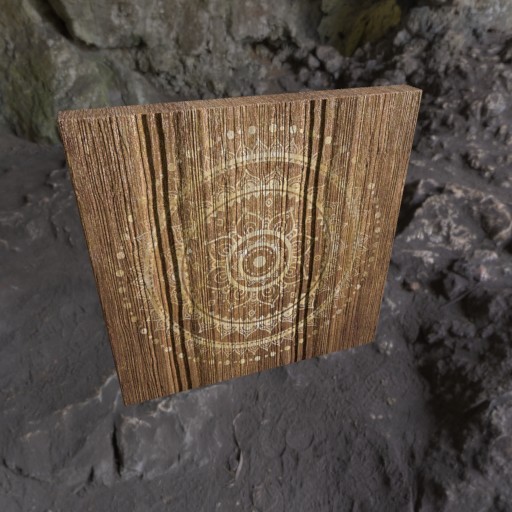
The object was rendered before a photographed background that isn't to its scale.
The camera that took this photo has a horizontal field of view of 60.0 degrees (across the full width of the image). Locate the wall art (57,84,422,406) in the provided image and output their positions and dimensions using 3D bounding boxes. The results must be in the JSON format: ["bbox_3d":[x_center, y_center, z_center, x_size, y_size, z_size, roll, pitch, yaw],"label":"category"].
[{"bbox_3d":[0.000,0.000,0.591,0.406,0.403,0.039,-10,33,-16],"label":"wall art"}]
